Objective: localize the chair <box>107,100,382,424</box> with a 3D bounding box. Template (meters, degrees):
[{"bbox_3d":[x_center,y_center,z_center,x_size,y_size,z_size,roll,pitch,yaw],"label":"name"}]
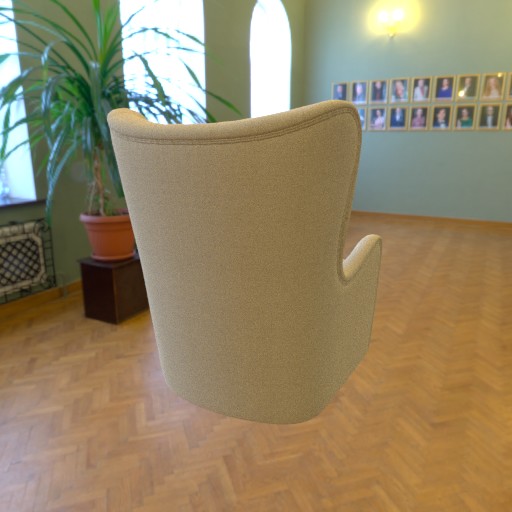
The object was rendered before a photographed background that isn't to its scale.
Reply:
[{"bbox_3d":[0.000,0.000,1.715,0.831,1.079,0.929,7,16,26],"label":"chair"}]
